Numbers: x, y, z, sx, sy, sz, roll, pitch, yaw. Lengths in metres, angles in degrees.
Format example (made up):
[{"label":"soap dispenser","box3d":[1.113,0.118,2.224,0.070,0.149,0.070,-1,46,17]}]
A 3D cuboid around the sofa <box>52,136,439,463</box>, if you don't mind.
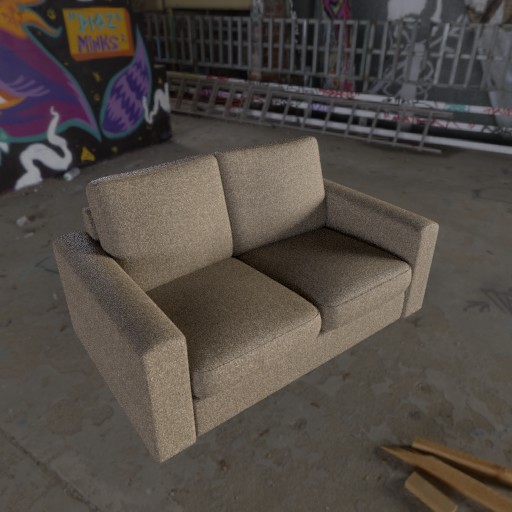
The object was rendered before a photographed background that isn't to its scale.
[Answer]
[{"label":"sofa","box3d":[0.000,0.000,2.175,1.616,0.873,1.016,-20,35,-32]}]
